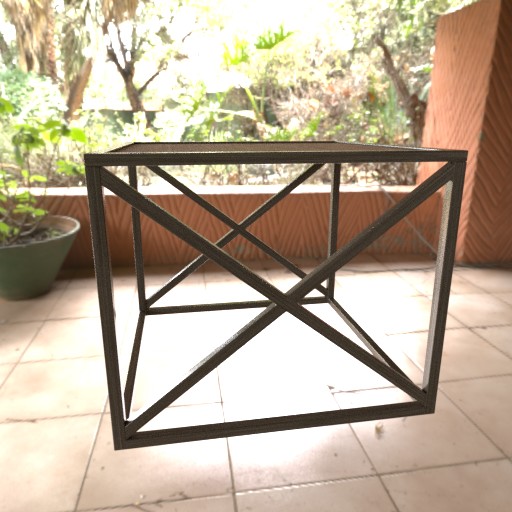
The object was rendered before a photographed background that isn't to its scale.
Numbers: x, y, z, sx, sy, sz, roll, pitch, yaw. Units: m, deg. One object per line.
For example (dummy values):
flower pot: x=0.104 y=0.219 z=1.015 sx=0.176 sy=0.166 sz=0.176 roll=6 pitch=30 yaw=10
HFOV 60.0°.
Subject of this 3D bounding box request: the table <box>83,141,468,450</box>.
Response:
table: x=0.000 y=0.000 z=1.044 sx=0.611 sy=0.507 sz=0.609 roll=-3 pitch=16 yaw=-10
